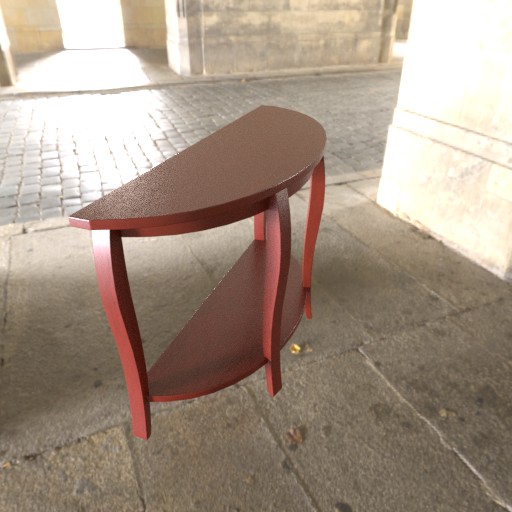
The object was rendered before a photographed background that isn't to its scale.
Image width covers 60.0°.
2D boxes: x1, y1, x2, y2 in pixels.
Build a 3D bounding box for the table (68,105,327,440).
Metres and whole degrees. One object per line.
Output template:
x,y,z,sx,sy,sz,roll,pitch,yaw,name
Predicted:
0.000,0.000,1.578,0.405,0.779,1.219,11,32,18,table
